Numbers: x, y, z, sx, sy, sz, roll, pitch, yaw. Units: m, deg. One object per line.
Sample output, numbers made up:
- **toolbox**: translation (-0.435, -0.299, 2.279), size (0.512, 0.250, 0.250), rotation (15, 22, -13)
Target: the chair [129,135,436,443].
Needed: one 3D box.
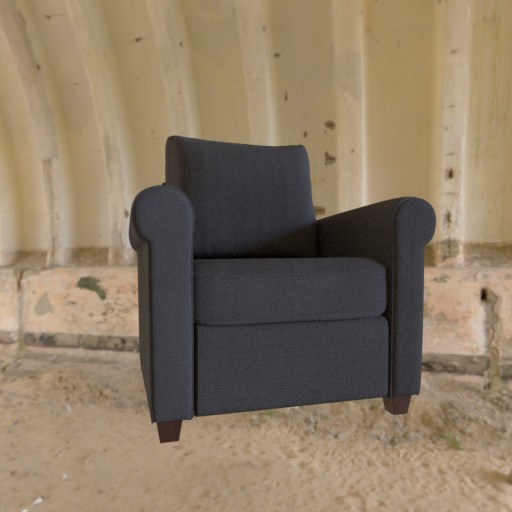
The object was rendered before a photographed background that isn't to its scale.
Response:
- **chair**: translation (0.000, 0.000, 1.567), size (0.867, 0.942, 0.828), rotation (0, 0, -17)
